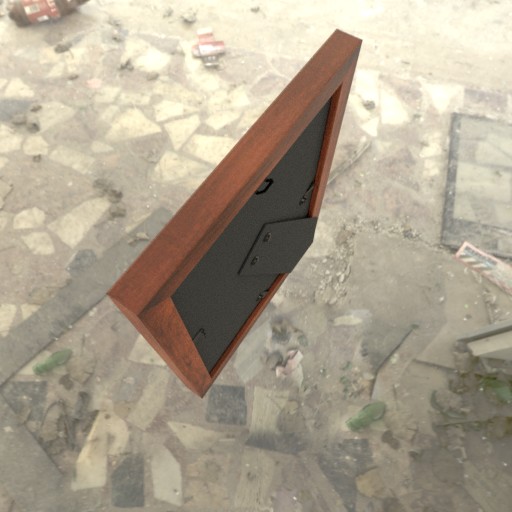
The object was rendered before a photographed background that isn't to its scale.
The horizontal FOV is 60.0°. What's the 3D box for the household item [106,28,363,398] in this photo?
[{"bbox_3d":[0.000,0.000,0.335,0.020,0.250,0.200,31,68,14],"label":"household item"}]
